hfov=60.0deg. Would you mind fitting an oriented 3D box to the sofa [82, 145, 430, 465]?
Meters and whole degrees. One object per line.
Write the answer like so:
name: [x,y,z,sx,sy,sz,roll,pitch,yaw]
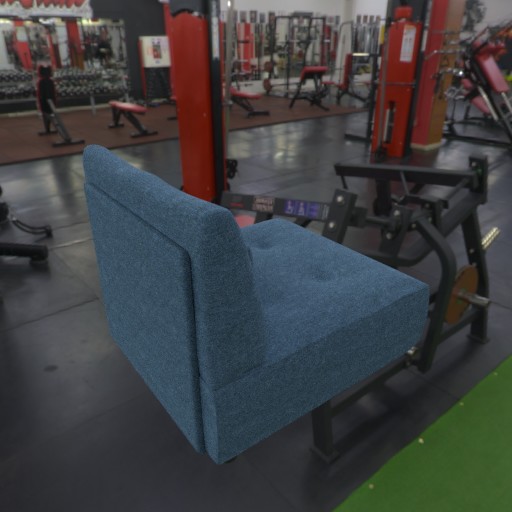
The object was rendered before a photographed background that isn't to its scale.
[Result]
sofa: [0.000,0.000,1.721,1.000,0.820,0.930,-18,31,-32]
